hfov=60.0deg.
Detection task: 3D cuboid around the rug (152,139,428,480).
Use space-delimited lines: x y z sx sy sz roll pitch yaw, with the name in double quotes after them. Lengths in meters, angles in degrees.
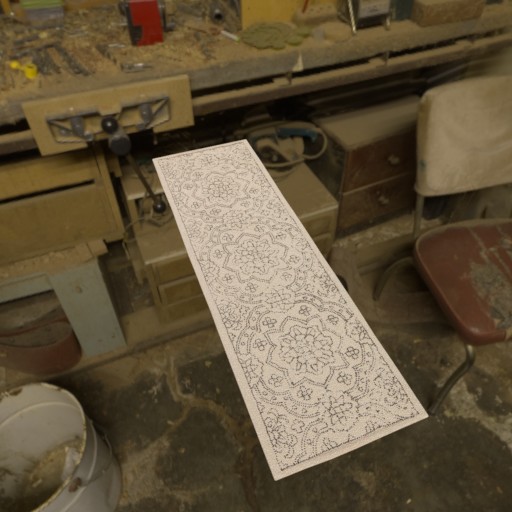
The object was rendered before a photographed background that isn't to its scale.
0.000 0.000 2.710 0.769 0.012 2.448 -16 49 -14 "rug"
